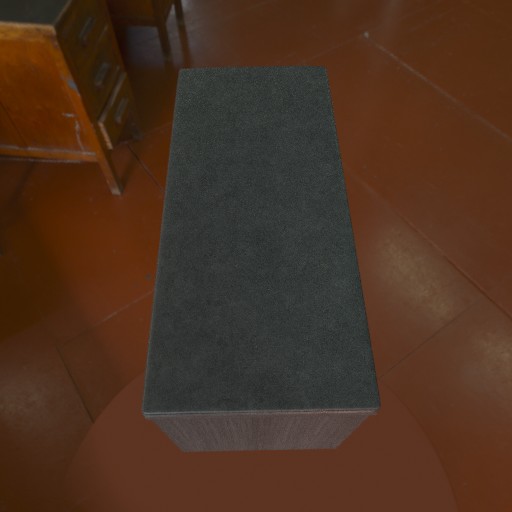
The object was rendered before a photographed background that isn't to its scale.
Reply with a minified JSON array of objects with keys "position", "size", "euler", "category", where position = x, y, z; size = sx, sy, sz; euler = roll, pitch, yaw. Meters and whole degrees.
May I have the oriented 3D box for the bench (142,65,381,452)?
[{"position":[0.000,0.000,1.175],"size":[0.401,0.501,0.905],"euler":[-1,59,-1],"category":"bench"}]
